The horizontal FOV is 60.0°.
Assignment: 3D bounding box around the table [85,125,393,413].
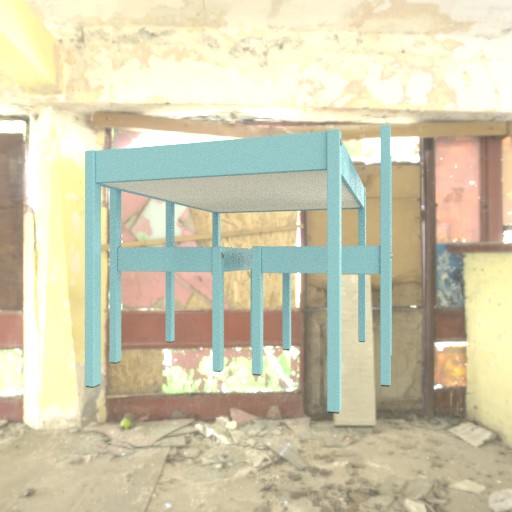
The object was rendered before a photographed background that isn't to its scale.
[{"bbox_3d":[0.000,0.000,1.079,0.633,0.503,0.639,0,0,18],"label":"table"}]
